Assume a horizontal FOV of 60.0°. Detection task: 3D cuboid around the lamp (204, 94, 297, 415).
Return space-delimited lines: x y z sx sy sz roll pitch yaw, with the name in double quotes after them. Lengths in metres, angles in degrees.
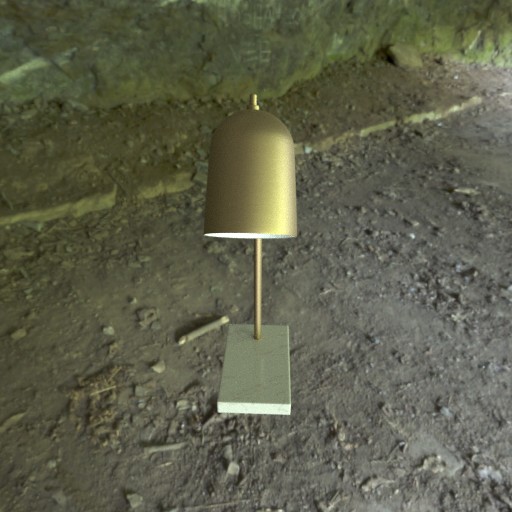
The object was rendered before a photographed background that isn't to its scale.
0.000 0.000 0.812 0.144 0.603 0.471 1 31 2 "lamp"
